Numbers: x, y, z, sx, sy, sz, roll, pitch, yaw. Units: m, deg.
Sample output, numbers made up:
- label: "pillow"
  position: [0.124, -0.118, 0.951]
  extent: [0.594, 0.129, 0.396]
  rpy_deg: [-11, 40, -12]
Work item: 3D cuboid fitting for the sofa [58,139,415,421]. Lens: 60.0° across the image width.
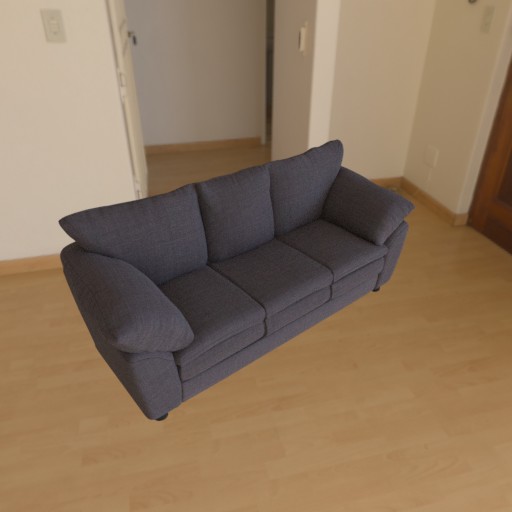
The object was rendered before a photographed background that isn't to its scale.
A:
- label: "sofa"
  position: [0.000, 0.000, 2.967]
  extent: [2.336, 1.080, 0.883]
  rpy_deg: [-23, 39, -33]
